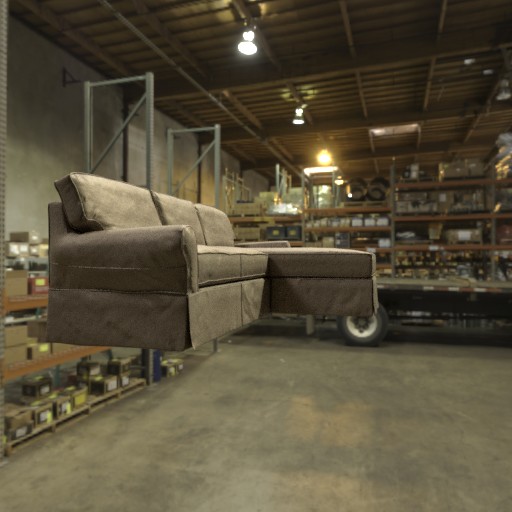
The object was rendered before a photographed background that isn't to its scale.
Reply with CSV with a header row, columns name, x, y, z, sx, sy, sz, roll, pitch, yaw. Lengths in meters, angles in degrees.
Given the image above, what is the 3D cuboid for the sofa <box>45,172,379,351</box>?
name,x,y,z,sx,sy,sz,roll,pitch,yaw
sofa,0.000,0.000,3.360,1.733,0.978,2.475,0,0,17
